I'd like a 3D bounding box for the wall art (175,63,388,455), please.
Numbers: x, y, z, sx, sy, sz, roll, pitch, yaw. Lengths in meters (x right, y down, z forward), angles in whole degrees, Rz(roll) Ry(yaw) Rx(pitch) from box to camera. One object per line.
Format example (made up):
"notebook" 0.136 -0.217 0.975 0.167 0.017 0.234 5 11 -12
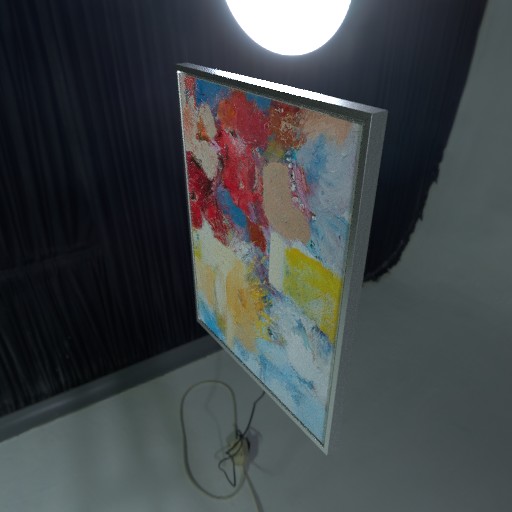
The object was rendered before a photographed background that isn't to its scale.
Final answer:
"wall art" 0.000 0.000 0.767 0.025 0.569 0.444 -21 37 -30
